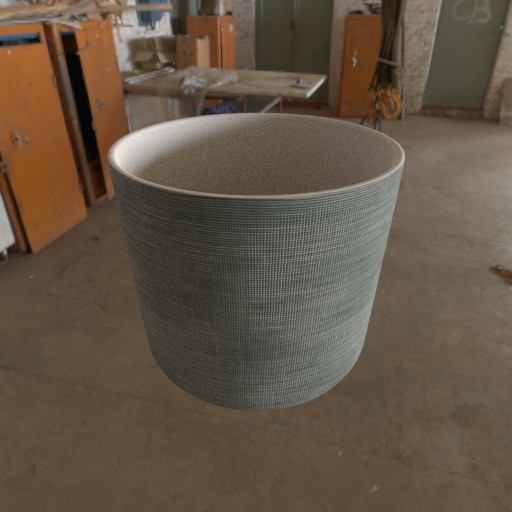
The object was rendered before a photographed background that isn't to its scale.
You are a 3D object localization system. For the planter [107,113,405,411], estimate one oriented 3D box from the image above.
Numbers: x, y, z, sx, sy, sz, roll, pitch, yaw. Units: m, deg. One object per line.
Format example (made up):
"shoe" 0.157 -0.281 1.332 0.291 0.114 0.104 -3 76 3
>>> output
"planter" 0.000 0.000 0.779 0.440 0.398 0.440 0 30 0
